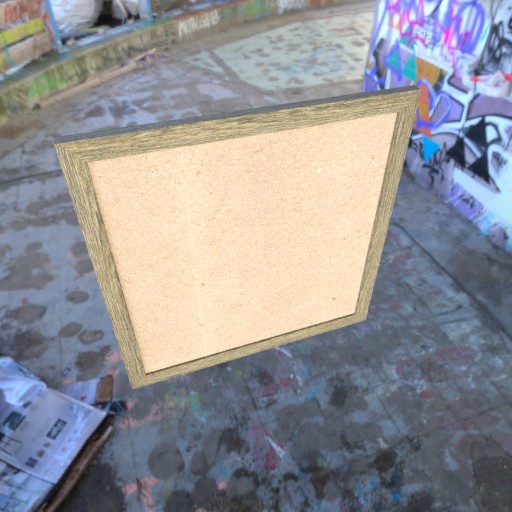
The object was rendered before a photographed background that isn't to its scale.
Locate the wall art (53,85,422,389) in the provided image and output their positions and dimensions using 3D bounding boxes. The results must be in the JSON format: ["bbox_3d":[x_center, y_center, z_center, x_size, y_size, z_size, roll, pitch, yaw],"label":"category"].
[{"bbox_3d":[0.000,0.000,0.754,0.508,0.508,0.019,-13,42,-15],"label":"wall art"}]
